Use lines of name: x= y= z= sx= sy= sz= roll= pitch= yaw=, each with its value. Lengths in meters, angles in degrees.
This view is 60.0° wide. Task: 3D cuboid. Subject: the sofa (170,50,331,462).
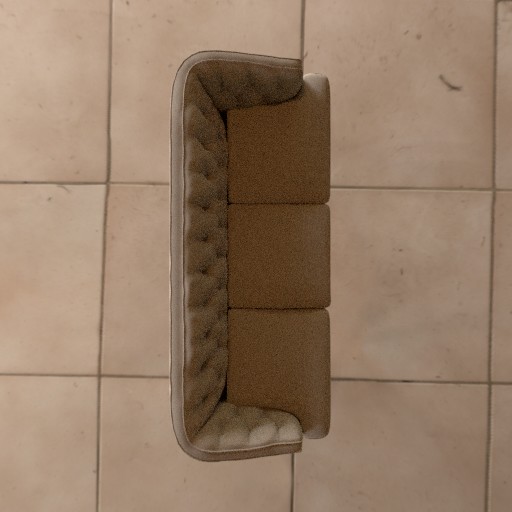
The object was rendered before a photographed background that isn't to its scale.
sofa: x=0.000 y=0.000 z=2.787 sx=0.941 sy=0.855 sz=2.278 roll=0 pitch=90 yaw=0
